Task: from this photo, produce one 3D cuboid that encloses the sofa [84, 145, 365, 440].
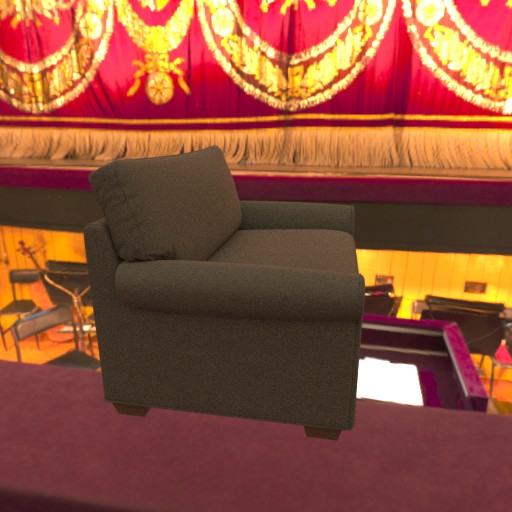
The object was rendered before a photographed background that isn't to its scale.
[{"bbox_3d":[0.000,0.000,2.063,0.940,0.953,1.410,3,17,10],"label":"sofa"}]
